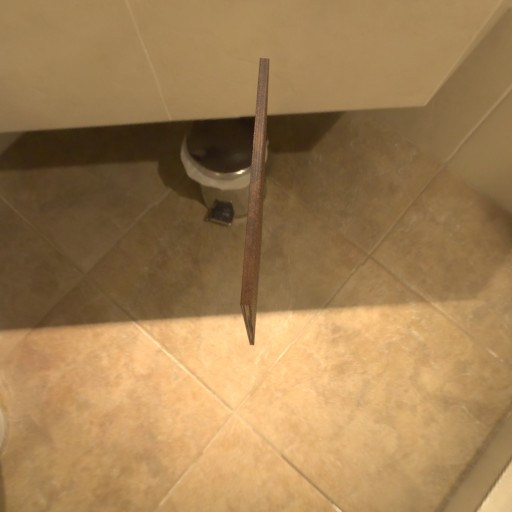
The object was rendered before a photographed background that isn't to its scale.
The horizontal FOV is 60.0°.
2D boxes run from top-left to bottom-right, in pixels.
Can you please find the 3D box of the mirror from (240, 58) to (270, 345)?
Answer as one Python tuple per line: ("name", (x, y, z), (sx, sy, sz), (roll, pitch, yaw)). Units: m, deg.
("mirror", (0.000, 0.000, 2.332), (0.032, 2.031, 0.812), (4, 76, 1))
